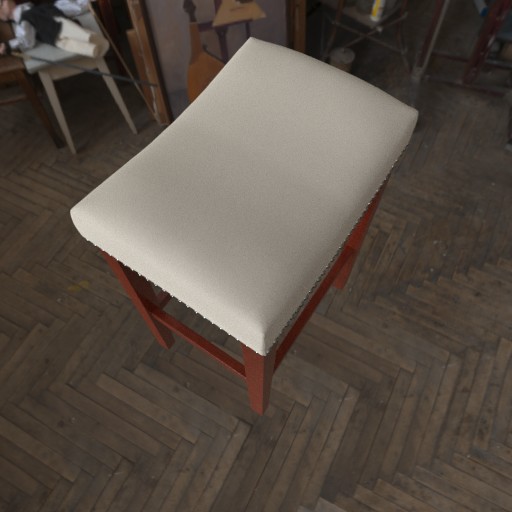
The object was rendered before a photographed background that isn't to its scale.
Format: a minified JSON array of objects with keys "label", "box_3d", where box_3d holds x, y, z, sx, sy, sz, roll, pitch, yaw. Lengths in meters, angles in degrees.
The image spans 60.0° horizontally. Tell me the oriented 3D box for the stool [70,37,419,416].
[{"label":"stool","box_3d":[0.000,0.000,1.023,0.372,0.742,0.504,31,66,15]}]
